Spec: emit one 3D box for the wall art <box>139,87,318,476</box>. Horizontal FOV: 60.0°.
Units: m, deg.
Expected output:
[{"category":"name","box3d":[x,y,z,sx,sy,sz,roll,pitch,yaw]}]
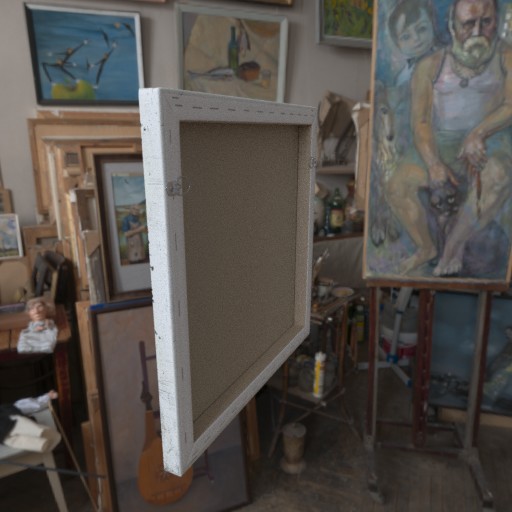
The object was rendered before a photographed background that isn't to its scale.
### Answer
[{"category":"wall art","box3d":[0.000,0.000,0.921,0.040,0.611,0.610,8,18,26]}]
